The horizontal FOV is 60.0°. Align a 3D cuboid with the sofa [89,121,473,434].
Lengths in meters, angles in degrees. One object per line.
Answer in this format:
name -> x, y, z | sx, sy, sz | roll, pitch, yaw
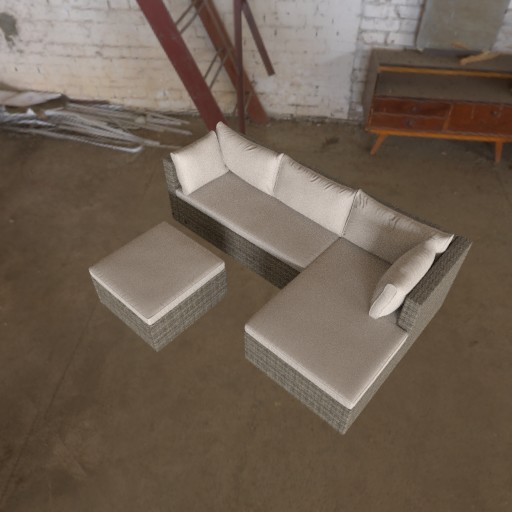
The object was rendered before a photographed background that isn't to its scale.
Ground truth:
sofa -> 0.000, 0.000, 3.042 | 2.192, 0.766, 1.662 | 32, 53, 28
